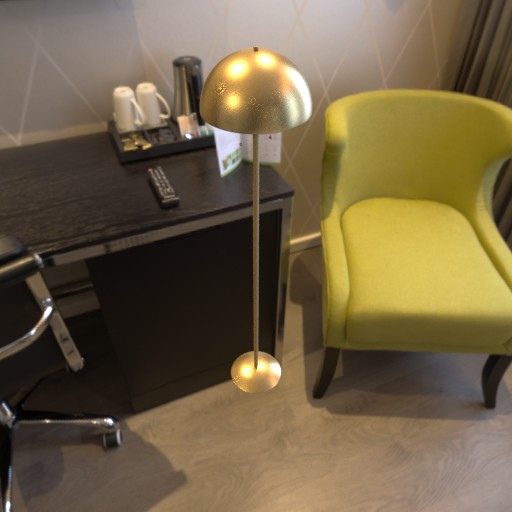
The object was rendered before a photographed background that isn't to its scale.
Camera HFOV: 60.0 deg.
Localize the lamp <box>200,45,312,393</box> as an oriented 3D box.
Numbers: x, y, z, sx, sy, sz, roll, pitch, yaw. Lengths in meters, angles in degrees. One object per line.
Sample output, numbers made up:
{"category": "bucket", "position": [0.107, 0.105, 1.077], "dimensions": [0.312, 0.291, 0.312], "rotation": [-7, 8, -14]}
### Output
{"category": "lamp", "position": [0.000, 0.000, 1.668], "dimensions": [0.328, 1.480, 0.328], "rotation": [26, 47, 27]}
